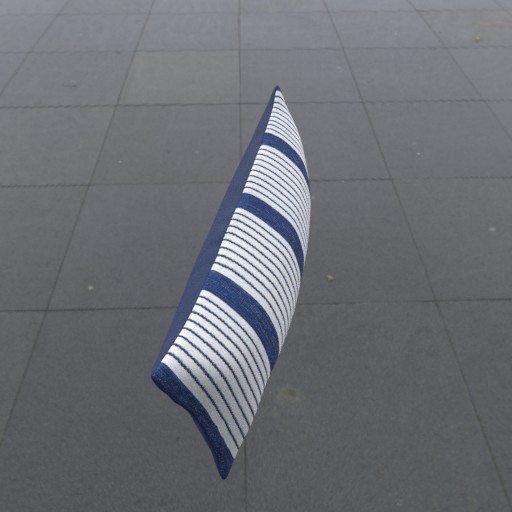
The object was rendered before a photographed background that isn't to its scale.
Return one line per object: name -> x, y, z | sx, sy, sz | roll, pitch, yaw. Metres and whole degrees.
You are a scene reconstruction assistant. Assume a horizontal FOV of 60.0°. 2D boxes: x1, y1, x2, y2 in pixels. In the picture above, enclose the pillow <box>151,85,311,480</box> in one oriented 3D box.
pillow -> 0.000, 0.000, 0.725 | 0.156, 0.292, 0.608 | 10, 49, 9
